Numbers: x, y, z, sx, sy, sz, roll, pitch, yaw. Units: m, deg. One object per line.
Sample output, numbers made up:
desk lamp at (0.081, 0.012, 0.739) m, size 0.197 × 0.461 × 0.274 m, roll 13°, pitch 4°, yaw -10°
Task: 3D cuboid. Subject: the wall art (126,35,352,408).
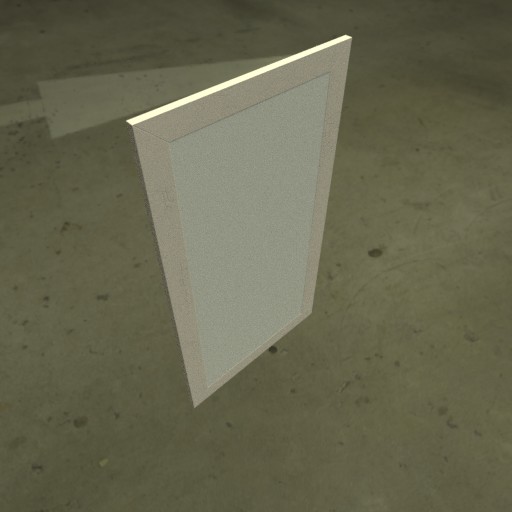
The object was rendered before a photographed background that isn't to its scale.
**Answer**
wall art at (0.000, 0.000, 0.821) m, size 0.380 × 0.683 × 0.013 m, roll -33°, pitch 54°, yaw -28°
